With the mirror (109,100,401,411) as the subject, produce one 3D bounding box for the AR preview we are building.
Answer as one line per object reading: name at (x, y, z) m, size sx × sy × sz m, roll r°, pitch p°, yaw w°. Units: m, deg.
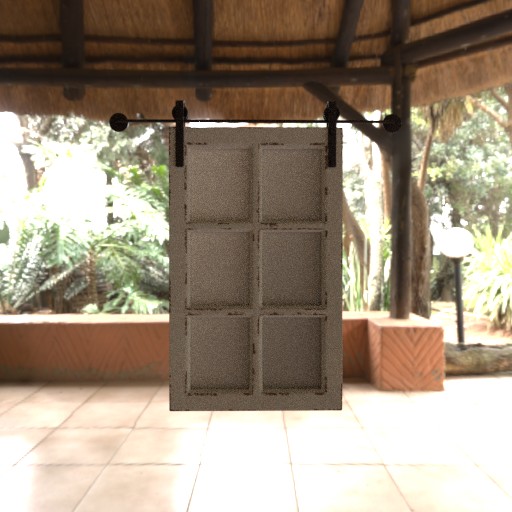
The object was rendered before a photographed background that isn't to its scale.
mirror at (0.000, 0.000, 1.212) m, size 0.808 × 0.844 × 0.037 m, roll 0°, pitch 1°, yaw -1°
